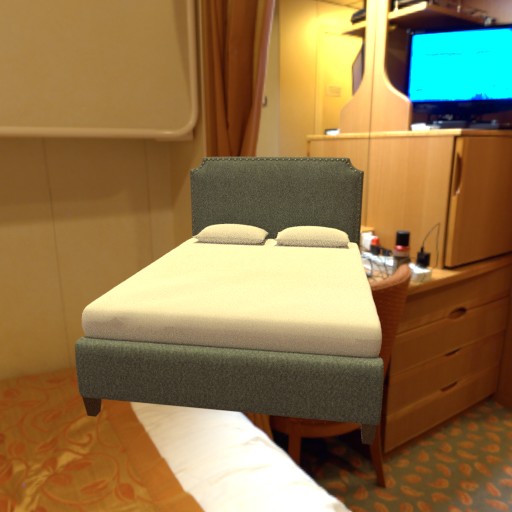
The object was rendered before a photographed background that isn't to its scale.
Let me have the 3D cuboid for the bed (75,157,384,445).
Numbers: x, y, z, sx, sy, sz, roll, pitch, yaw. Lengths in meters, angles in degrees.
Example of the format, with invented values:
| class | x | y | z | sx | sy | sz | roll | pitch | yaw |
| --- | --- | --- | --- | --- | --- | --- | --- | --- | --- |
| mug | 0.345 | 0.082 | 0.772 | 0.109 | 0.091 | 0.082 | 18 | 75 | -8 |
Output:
| class | x | y | z | sx | sy | sz | roll | pitch | yaw |
| --- | --- | --- | --- | --- | --- | --- | --- | --- | --- |
| bed | 0.000 | 0.000 | 3.403 | 1.712 | 1.443 | 2.372 | 2 | 14 | 9 |
